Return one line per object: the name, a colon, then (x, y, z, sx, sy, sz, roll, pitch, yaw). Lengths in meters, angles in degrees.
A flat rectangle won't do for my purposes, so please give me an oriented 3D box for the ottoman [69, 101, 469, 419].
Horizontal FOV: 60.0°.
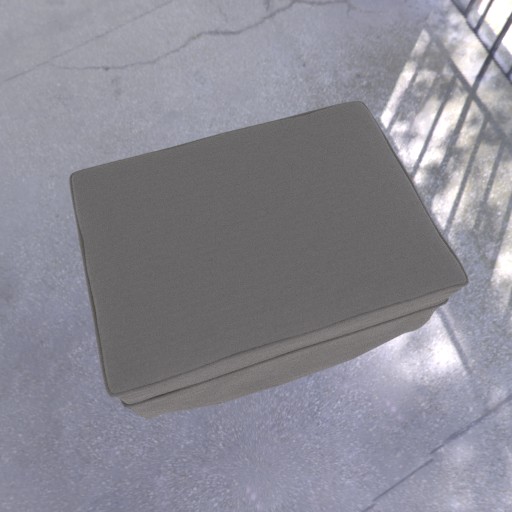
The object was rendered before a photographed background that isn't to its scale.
ottoman: (0.000, 0.000, 1.333, 0.944, 0.479, 0.703, -16, 65, -8)
